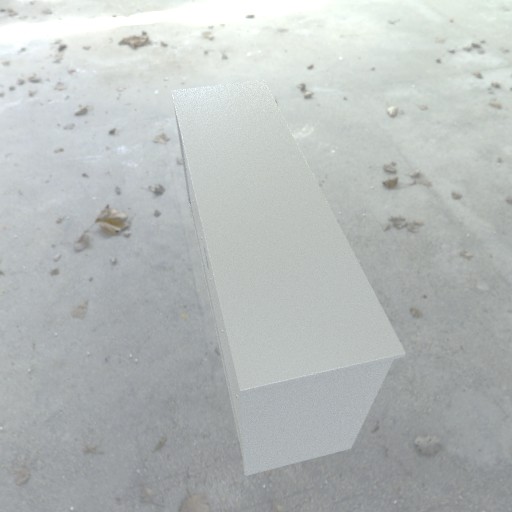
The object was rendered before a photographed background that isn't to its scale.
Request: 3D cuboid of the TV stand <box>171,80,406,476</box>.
[{"bbox_3d":[0.000,0.000,1.470,0.344,0.603,1.167,-10,49,-9],"label":"TV stand"}]
